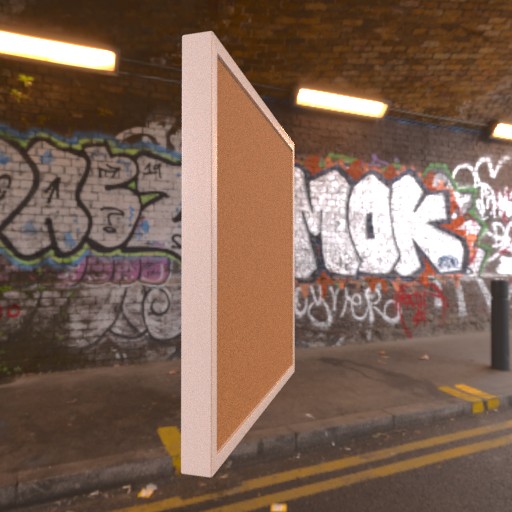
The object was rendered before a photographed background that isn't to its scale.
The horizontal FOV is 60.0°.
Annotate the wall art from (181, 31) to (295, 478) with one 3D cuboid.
[{"bbox_3d":[0.000,0.000,0.751,0.038,0.508,0.508,0,-1,16],"label":"wall art"}]
